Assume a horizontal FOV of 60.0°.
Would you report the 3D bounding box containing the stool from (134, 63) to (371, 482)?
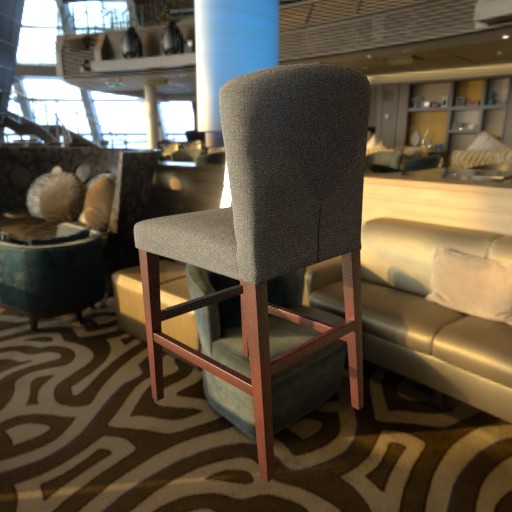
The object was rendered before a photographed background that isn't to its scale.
[{"bbox_3d":[0.000,0.000,1.281,0.568,0.968,0.479,15,21,42],"label":"stool"}]
